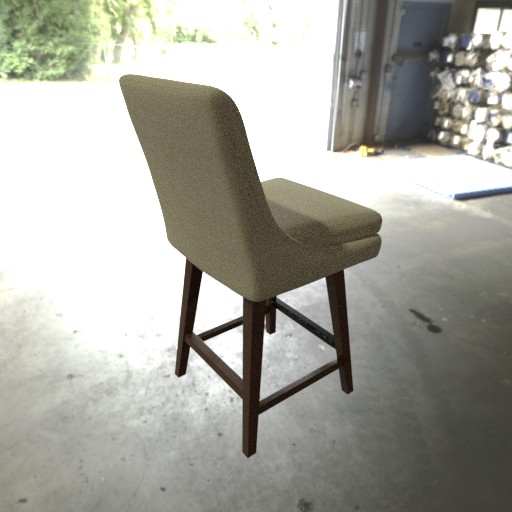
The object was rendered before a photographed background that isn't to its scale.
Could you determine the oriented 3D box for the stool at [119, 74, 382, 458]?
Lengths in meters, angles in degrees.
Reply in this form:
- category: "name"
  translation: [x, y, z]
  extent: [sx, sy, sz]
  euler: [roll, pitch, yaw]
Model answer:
- category: "stool"
  translation: [0.000, 0.000, 1.296]
  extent: [0.559, 0.991, 0.483]
  euler: [-19, 32, -33]
